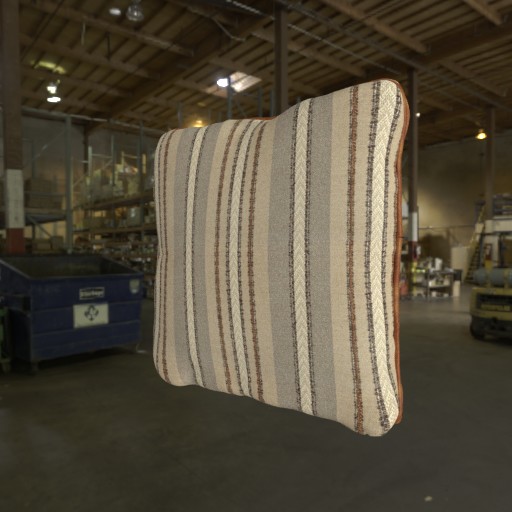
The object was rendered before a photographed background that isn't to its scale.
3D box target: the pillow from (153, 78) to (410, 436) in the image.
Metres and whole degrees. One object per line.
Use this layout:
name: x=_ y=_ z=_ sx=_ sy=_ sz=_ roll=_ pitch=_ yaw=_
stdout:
pillow: x=0.000 y=0.000 z=0.730 sx=0.489 sy=0.490 sz=0.130 roll=0 pitch=1 yaw=37
